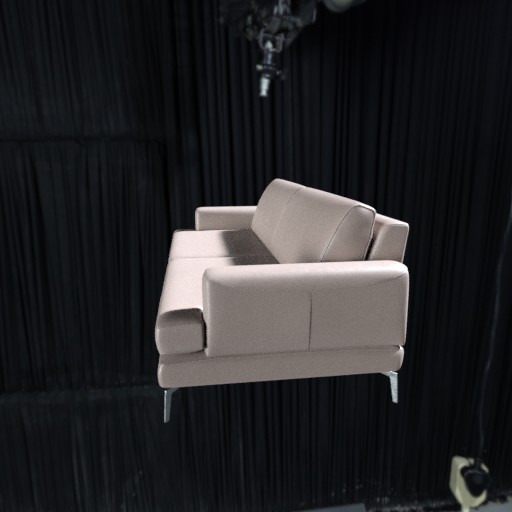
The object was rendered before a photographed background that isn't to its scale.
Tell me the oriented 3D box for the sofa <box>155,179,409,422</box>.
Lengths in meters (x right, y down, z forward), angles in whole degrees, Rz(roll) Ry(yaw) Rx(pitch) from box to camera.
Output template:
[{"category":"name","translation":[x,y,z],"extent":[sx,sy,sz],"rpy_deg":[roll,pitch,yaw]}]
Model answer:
[{"category":"sofa","translation":[0.000,0.000,2.474],"extent":[0.974,0.765,1.940],"rpy_deg":[-2,13,-8]}]
